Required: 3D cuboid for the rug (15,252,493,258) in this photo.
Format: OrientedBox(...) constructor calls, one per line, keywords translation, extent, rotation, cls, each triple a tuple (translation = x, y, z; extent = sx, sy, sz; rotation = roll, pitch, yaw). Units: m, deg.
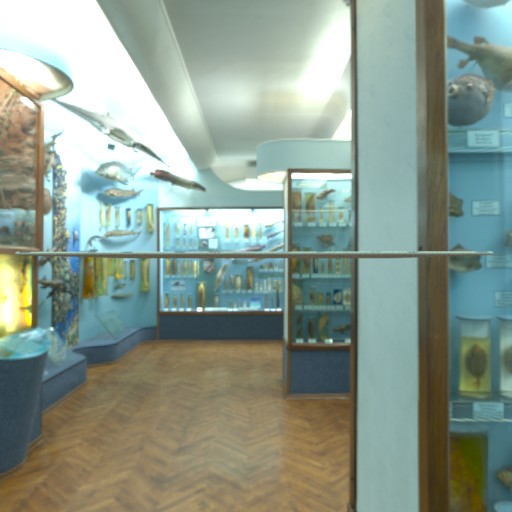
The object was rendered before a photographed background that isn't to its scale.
OrientedBox(translation=(0.000, 0.000, 3.784), extent=(2.910, 0.021, 2.211), rotation=(0, -1, 2), cls="rug")
